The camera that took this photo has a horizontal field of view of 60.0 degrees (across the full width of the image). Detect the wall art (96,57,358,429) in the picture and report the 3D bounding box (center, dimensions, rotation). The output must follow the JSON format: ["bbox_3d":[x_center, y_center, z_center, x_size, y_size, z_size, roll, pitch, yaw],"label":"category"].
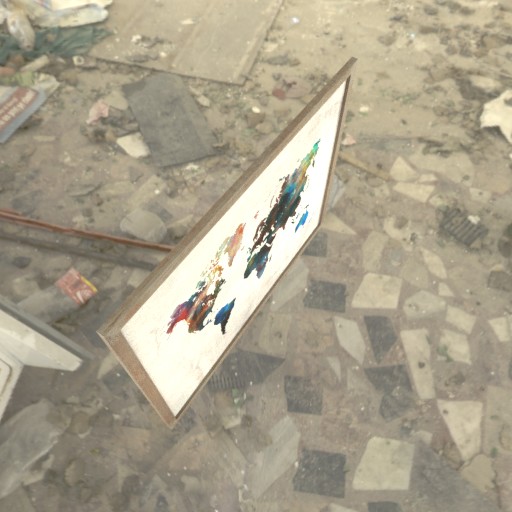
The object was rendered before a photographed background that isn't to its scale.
[{"bbox_3d":[0.000,0.000,1.355,0.019,0.774,1.012,29,62,18],"label":"wall art"}]
